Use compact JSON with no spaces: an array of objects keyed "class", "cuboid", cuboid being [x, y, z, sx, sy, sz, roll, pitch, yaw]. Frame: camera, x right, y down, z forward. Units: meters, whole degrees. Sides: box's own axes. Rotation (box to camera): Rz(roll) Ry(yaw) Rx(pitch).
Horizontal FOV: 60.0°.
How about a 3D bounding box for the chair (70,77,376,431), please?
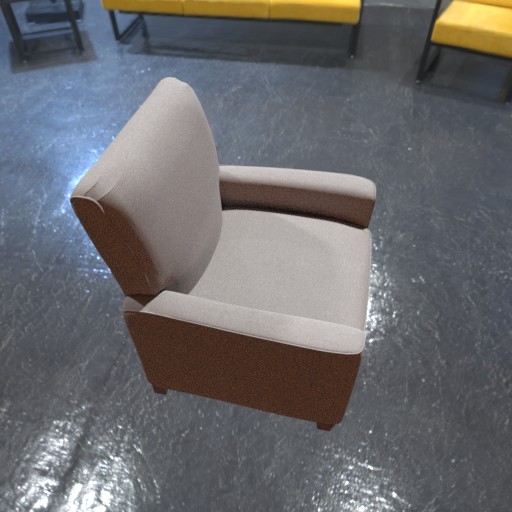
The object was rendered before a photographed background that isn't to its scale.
[{"class":"chair","cuboid":[0.000,0.000,1.634,0.859,1.023,0.845,9,48,9]}]
